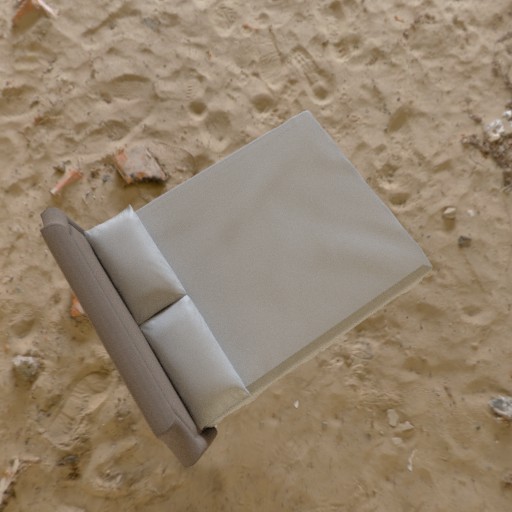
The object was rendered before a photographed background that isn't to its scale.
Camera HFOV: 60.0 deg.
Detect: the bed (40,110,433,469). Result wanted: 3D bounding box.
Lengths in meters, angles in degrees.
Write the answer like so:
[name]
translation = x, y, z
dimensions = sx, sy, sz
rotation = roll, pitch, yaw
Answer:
[bed]
translation = 0.000, 0.000, 3.211
dimensions = 2.164, 1.303, 1.828
rotation = -33, 77, -9
